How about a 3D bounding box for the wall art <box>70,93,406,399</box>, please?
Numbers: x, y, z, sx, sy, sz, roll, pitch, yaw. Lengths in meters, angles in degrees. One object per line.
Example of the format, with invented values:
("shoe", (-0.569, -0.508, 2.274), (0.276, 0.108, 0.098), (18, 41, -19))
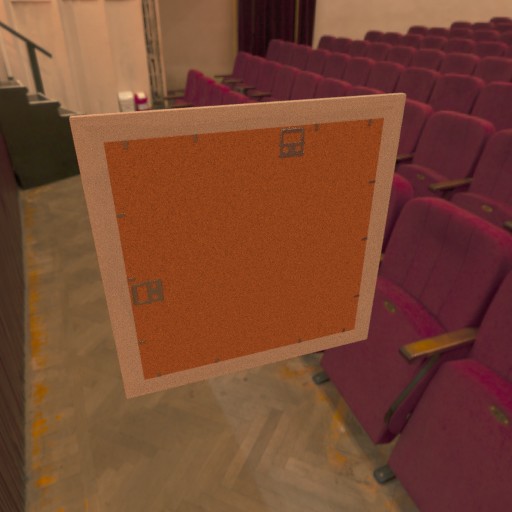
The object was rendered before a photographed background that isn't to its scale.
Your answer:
("wall art", (0.000, 0.000, 0.883), (0.584, 0.584, 0.013), (-10, 31, -17))
